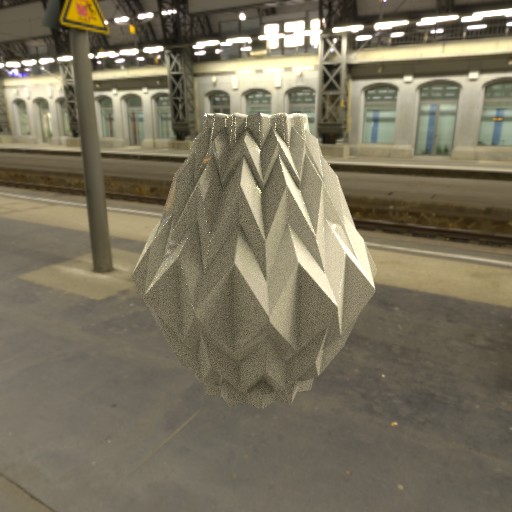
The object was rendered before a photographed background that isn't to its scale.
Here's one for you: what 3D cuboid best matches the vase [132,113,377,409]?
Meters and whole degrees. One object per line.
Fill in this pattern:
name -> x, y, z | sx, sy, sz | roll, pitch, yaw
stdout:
vase -> 0.000, 0.000, 0.303 | 0.164, 0.185, 0.164 | 0, 17, 0
